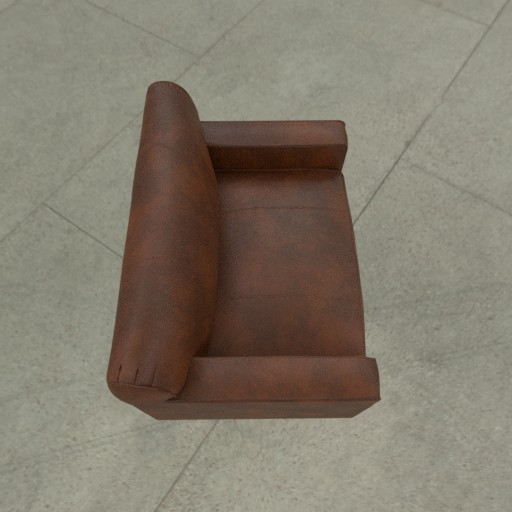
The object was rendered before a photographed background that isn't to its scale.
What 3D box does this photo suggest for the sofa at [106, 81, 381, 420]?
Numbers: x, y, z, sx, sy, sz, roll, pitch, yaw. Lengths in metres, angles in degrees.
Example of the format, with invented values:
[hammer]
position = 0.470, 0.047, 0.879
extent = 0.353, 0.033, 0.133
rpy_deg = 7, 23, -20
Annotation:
[sofa]
position = 0.000, 0.000, 2.089
extent = 1.000, 0.956, 1.413
rpy_deg = -1, 63, 0
